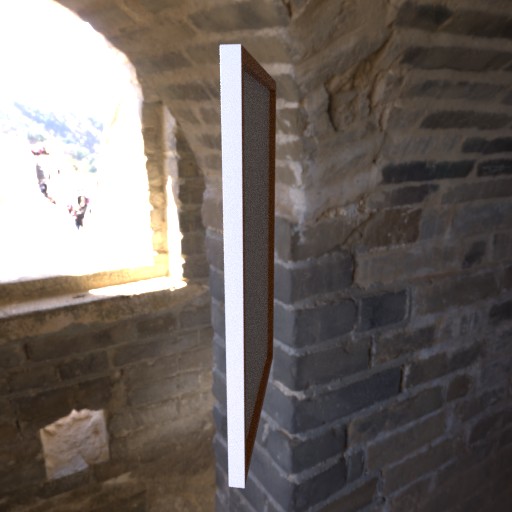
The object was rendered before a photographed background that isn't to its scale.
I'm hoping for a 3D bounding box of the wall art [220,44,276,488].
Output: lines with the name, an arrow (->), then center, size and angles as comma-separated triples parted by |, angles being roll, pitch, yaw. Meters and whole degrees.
wall art -> 0.000, 0.000, 0.774 | 0.025, 0.608, 0.405 | 2, 16, 8
